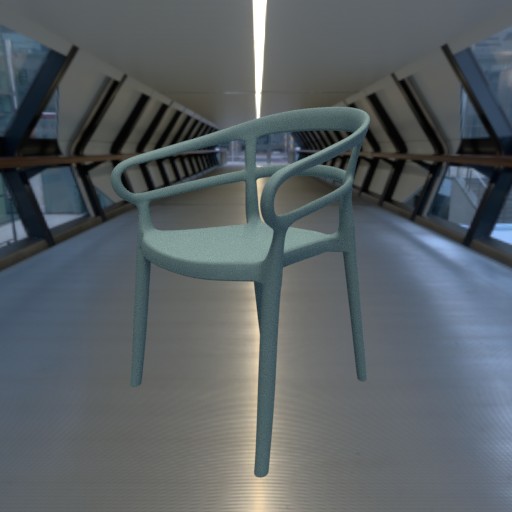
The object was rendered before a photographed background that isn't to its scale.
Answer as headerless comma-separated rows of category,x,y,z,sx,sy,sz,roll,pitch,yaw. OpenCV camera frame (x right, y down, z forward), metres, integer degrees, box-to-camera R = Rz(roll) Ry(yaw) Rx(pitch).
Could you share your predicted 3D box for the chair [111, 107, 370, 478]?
chair,0.000,0.000,1.155,0.559,0.761,0.527,14,20,43
